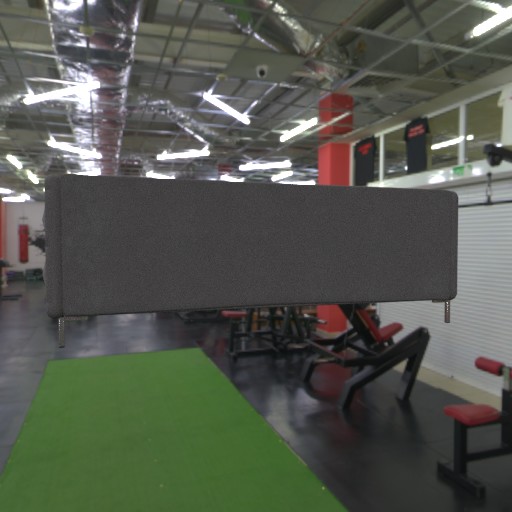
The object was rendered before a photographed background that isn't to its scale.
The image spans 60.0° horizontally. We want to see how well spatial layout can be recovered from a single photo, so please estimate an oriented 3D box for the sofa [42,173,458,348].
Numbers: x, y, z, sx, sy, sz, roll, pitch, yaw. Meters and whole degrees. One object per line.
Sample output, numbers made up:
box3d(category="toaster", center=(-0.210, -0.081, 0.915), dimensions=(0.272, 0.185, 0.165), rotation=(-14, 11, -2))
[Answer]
box3d(category="sofa", center=(0.000, 0.000, 2.636), dimensions=(2.209, 0.771, 0.895), rotation=(-1, 2, -17))
